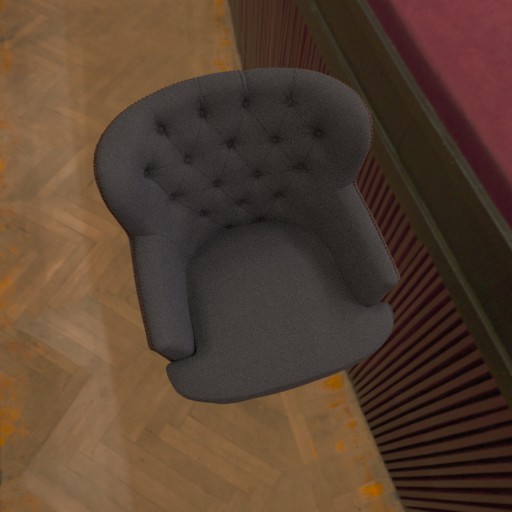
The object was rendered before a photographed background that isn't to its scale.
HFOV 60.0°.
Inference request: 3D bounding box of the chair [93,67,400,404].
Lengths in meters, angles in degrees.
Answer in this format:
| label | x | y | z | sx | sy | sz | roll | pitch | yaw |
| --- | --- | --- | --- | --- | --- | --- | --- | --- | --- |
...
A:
| label | x | y | z | sx | sy | sz | roll | pitch | yaw |
| --- | --- | --- | --- | --- | --- | --- | --- | --- | --- |
| chair | 0.000 | 0.000 | 1.562 | 0.848 | 0.868 | 0.906 | -15 | 64 | -7 |
